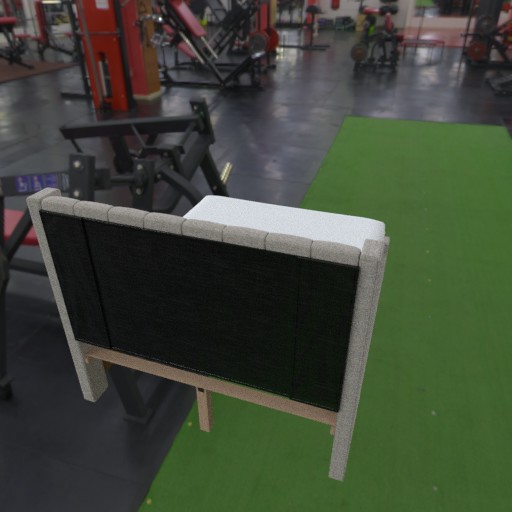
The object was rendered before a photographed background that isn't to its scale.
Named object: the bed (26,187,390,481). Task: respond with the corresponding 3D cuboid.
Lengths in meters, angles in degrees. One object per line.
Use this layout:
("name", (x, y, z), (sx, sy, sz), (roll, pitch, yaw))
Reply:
("bed", (0.000, 0.000, 3.694), (2.044, 1.748, 2.372), (10, 33, 17))
